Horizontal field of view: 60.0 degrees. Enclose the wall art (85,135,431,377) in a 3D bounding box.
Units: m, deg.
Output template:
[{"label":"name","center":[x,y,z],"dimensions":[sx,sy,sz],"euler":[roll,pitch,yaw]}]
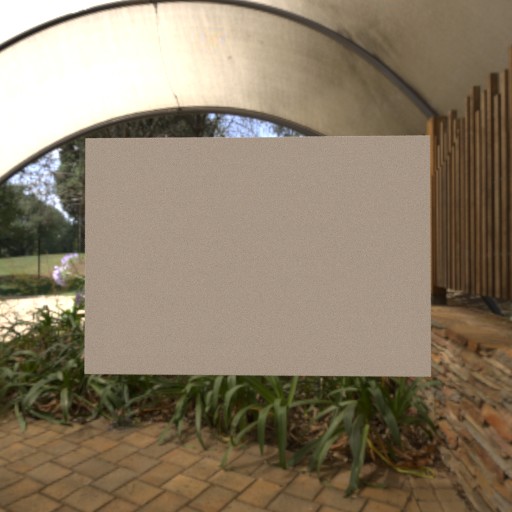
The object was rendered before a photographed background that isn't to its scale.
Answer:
[{"label":"wall art","center":[0.000,0.000,1.702],"dimensions":[1.308,0.902,0.051],"euler":[0,-1,2]}]
